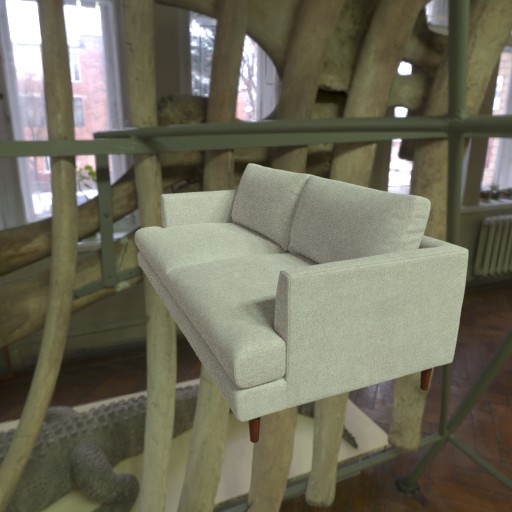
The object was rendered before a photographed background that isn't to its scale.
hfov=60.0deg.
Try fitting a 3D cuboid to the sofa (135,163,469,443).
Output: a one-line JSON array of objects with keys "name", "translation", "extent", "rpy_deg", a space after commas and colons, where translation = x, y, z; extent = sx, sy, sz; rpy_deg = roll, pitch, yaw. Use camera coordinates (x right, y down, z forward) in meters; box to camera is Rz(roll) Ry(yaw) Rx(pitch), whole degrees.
[{"name": "sofa", "translation": [0.000, 0.000, 2.467], "extent": [1.020, 0.868, 1.948], "rpy_deg": [-7, 18, -23]}]
